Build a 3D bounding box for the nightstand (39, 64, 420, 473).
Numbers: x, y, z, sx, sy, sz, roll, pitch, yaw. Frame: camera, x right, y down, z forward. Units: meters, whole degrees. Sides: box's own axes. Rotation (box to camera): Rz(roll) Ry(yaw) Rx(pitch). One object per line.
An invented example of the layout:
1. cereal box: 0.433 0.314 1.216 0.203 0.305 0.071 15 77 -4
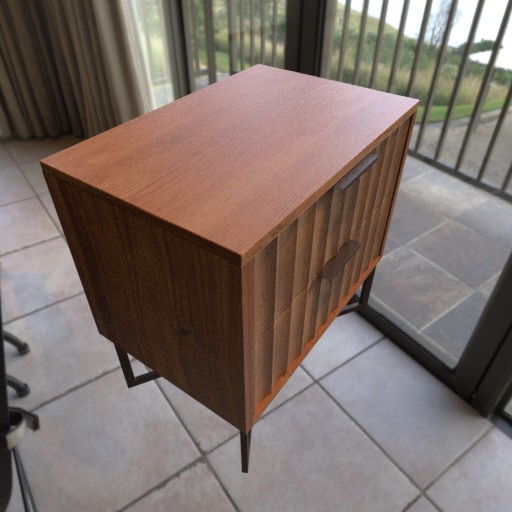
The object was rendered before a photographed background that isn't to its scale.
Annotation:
1. nightstand: 0.000 0.000 1.011 0.427 0.615 0.613 25 46 26
